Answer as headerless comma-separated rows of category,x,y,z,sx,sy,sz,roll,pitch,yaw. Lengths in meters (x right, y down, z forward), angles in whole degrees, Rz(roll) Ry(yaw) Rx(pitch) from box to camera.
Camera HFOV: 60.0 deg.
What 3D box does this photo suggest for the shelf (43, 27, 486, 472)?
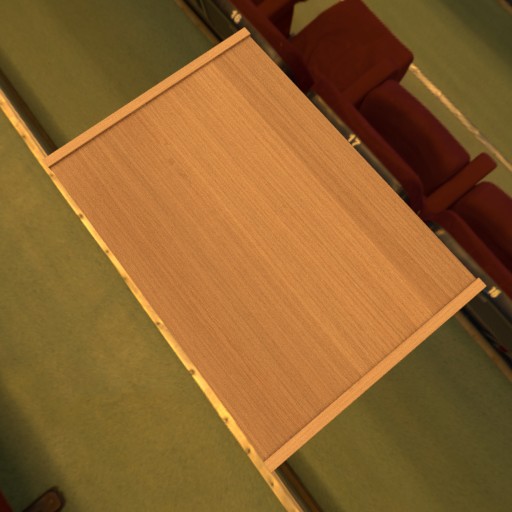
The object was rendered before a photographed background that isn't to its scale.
shelf,0.000,0.000,0.631,0.290,0.305,0.415,-37,78,-9
